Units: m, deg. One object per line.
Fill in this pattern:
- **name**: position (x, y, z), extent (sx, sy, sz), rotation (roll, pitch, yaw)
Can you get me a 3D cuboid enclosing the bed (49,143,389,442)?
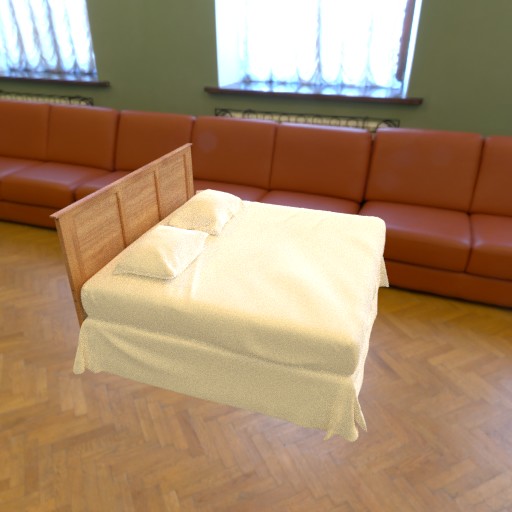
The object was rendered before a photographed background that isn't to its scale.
- **bed**: position (0.000, 0.000, 3.748), extent (2.215, 1.270, 2.317), rotation (9, 30, 17)
